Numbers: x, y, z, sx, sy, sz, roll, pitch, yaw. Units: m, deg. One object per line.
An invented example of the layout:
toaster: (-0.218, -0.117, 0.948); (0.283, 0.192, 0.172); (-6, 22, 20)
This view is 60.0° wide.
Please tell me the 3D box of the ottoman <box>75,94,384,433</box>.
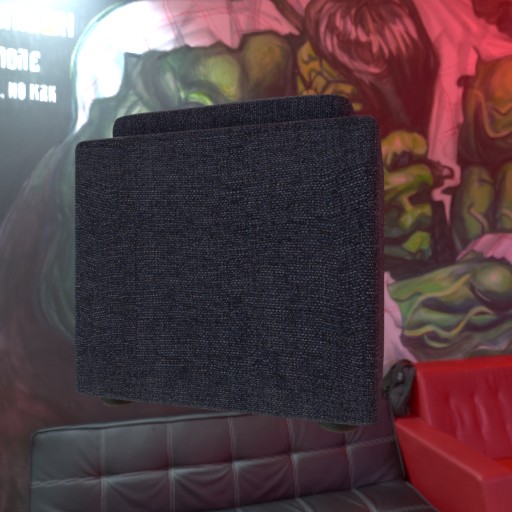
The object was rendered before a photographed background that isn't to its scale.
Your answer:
ottoman: (0.000, 0.000, 0.817); (0.450, 0.460, 0.450); (0, 0, 17)
